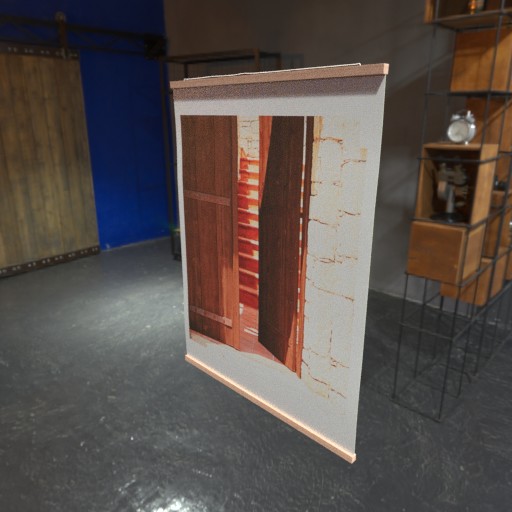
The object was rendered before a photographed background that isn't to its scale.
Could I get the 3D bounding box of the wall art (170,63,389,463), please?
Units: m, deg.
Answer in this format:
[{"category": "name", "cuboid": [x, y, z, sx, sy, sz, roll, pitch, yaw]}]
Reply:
[{"category": "wall art", "cuboid": [0.000, 0.000, 1.317, 0.020, 1.013, 0.758, -17, 24, -42]}]
